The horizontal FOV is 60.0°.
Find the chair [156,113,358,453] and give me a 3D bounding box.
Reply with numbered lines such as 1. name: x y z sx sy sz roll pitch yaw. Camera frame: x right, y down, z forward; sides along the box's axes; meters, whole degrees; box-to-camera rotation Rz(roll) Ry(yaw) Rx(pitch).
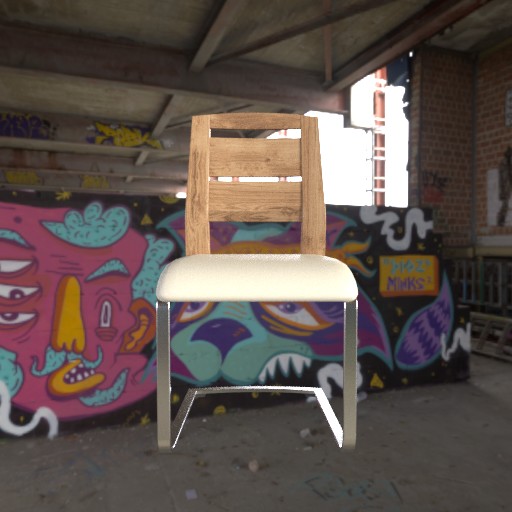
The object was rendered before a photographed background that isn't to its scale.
1. chair: 0.000 0.000 1.257 0.457 0.955 0.561 0 0 -1
